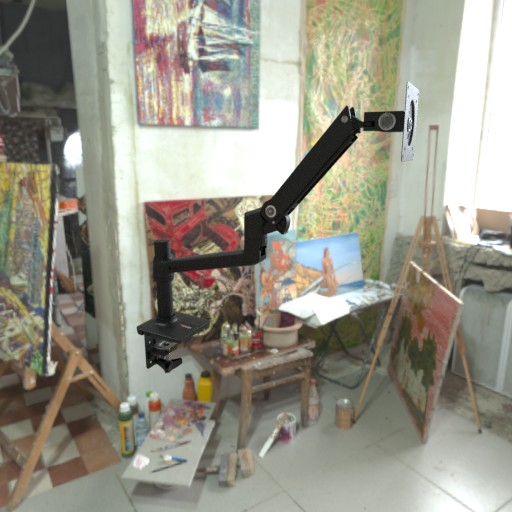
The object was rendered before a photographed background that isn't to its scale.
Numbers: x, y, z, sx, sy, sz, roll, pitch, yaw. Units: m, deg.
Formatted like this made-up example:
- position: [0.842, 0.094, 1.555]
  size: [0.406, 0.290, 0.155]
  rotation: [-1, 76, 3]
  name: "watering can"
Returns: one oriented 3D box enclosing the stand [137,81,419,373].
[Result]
- position: [0.000, 0.000, 1.040]
  size: [0.650, 0.713, 0.152]
  rotation: [7, 15, 26]
  name: "stand"
